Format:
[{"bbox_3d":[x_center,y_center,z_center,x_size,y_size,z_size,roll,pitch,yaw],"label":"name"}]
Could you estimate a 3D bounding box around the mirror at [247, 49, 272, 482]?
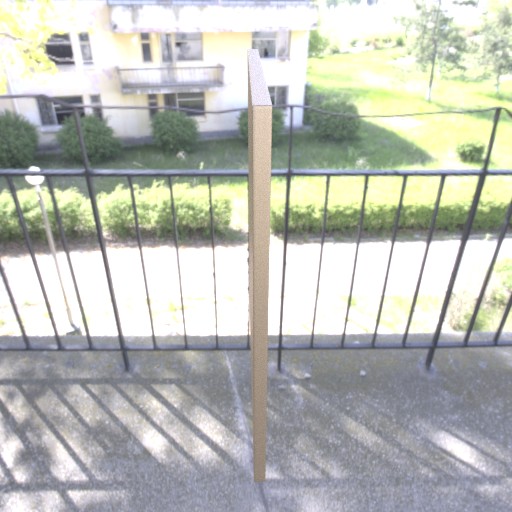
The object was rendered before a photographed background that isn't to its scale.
[{"bbox_3d":[0.000,0.000,1.299,0.032,1.023,0.756,-1,31,-1],"label":"mirror"}]
